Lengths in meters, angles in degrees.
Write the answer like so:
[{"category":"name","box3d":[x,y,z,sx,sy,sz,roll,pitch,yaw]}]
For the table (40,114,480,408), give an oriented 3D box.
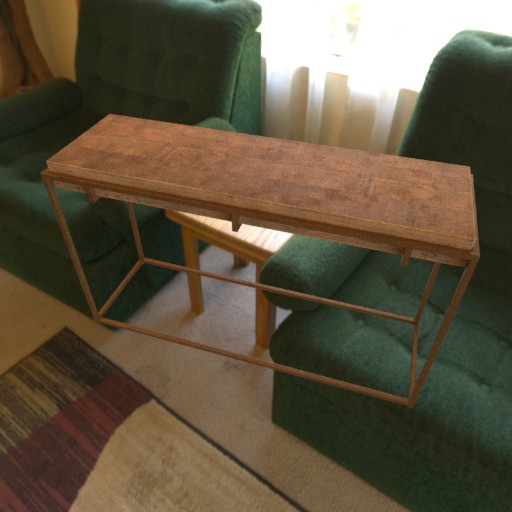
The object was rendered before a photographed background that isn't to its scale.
[{"category":"table","box3d":[0.000,0.000,1.748,1.400,0.820,0.440,12,43,13]}]
